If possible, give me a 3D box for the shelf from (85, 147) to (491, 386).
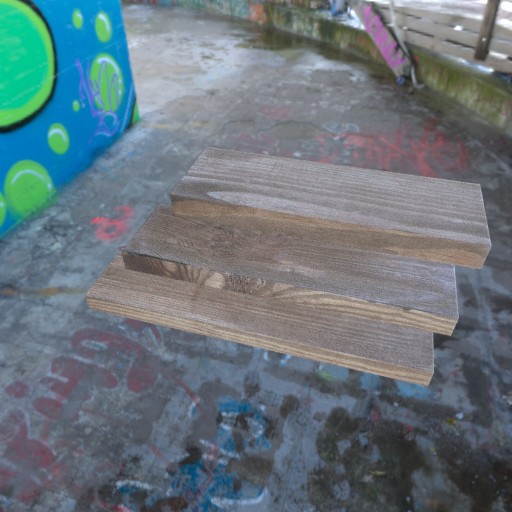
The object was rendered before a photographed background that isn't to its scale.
[{"bbox_3d":[0.000,0.000,0.725,0.610,0.293,0.140,11,42,12],"label":"shelf"}]
